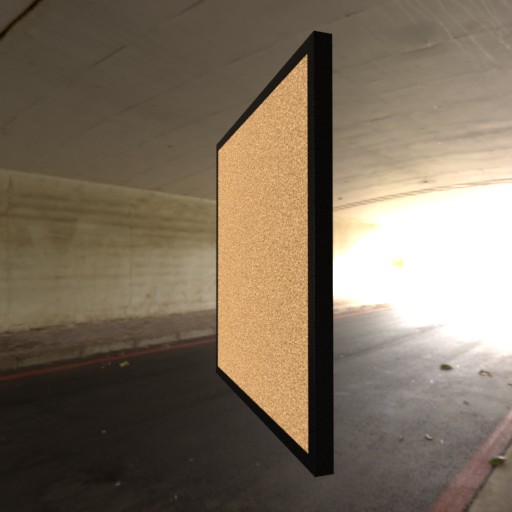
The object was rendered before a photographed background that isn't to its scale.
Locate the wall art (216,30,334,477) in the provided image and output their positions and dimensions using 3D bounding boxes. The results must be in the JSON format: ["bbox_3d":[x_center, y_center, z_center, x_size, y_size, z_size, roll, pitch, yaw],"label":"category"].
[{"bbox_3d":[0.000,0.000,1.114,0.036,0.755,0.756,0,-1,-18],"label":"wall art"}]
